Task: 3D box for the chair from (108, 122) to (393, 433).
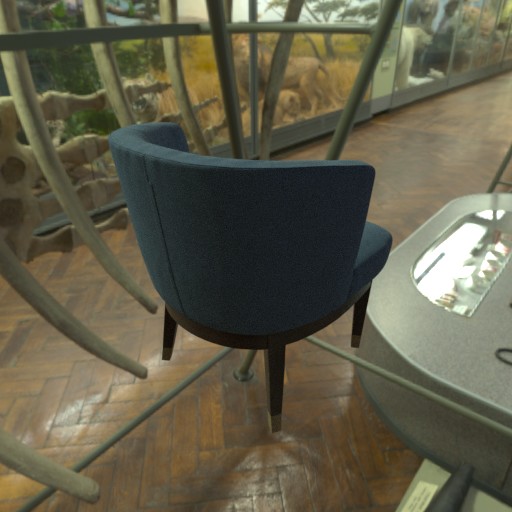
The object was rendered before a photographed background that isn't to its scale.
[{"bbox_3d":[0.000,0.000,1.286,0.661,0.760,0.702,21,35,34],"label":"chair"}]
